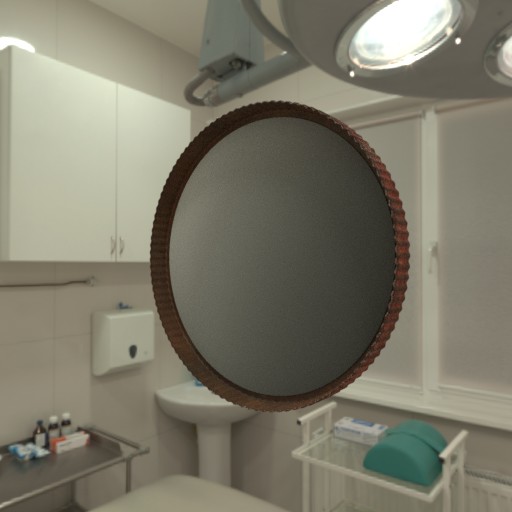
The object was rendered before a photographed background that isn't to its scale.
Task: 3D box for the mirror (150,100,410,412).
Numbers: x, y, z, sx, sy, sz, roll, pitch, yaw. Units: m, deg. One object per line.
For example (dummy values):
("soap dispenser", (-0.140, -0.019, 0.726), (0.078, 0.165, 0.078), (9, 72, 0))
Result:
("mirror", (0.000, 0.000, 0.902), (0.609, 0.609, 0.056), (-1, -1, 38))
